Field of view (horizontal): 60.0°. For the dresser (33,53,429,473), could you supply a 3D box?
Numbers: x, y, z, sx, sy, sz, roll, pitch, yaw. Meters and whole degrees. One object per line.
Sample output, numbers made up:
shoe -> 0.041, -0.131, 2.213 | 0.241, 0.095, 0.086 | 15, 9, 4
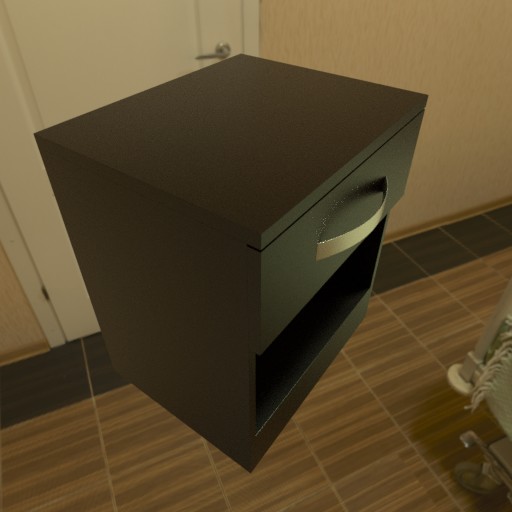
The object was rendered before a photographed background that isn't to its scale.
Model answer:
dresser -> 0.000, 0.000, 0.717 | 0.360, 0.470, 0.400 | 25, 46, 27
